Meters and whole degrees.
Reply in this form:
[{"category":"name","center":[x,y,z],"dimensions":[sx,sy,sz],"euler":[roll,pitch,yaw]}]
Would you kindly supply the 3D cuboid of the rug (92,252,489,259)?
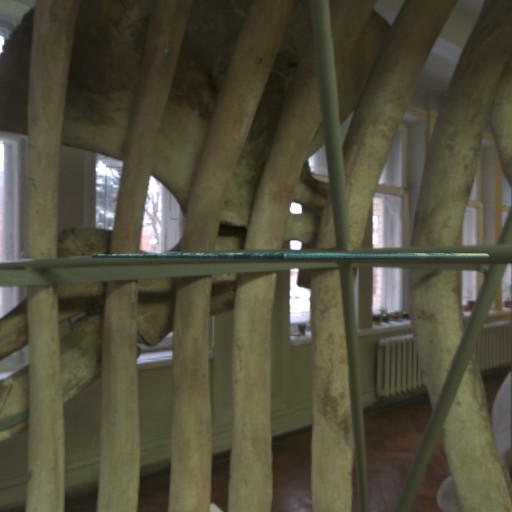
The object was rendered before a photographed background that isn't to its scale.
[{"category":"rug","center":[0.000,0.000,3.045],"dimensions":[1.540,0.027,2.450],"euler":[0,0,-36]}]
